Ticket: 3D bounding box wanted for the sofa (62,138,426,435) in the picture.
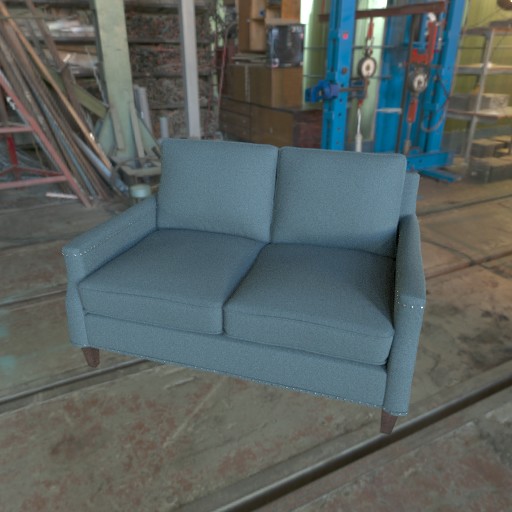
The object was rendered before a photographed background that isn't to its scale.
[{"bbox_3d":[0.000,0.000,2.263,1.597,1.003,1.084,8,26,16],"label":"sofa"}]
